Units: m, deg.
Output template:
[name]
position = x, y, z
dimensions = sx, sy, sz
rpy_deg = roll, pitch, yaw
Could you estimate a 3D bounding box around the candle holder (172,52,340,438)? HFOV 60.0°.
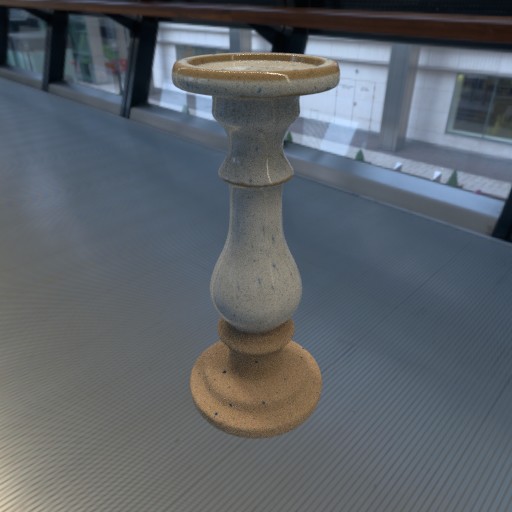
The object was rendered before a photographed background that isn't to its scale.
[candle holder]
position = 0.000, 0.000, 0.250
dimensions = 0.088, 0.203, 0.088
rpy_deg = 0, 30, 0
